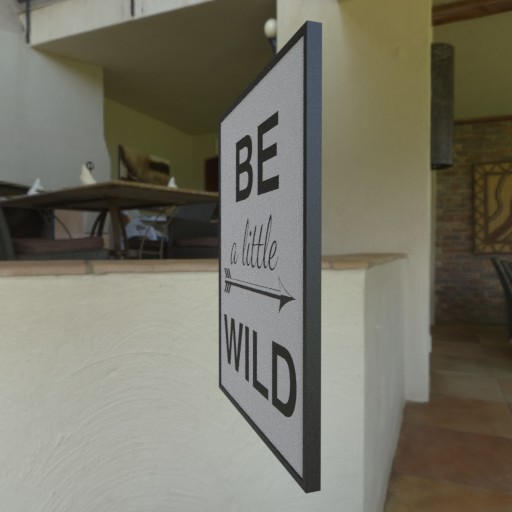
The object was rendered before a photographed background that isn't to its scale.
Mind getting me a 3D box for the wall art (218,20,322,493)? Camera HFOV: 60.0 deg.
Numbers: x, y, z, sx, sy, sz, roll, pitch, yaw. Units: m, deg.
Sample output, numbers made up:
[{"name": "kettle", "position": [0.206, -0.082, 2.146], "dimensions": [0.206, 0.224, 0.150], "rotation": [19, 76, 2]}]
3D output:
[{"name": "wall art", "position": [0.000, 0.000, 1.381], "dimensions": [0.038, 1.062, 0.806], "rotation": [0, 1, -19]}]
